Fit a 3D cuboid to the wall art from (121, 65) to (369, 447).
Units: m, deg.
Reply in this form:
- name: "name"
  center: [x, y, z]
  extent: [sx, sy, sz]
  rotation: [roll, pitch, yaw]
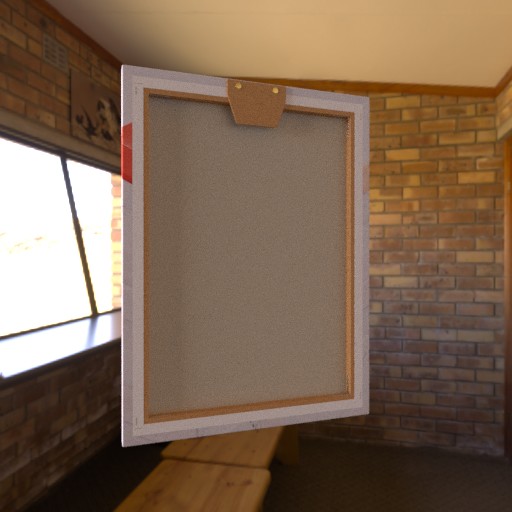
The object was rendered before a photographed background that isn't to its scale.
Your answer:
- name: "wall art"
  center: [0.000, 0.000, 1.310]
  extent: [0.759, 1.014, 0.045]
  rotation: [0, 0, -19]
